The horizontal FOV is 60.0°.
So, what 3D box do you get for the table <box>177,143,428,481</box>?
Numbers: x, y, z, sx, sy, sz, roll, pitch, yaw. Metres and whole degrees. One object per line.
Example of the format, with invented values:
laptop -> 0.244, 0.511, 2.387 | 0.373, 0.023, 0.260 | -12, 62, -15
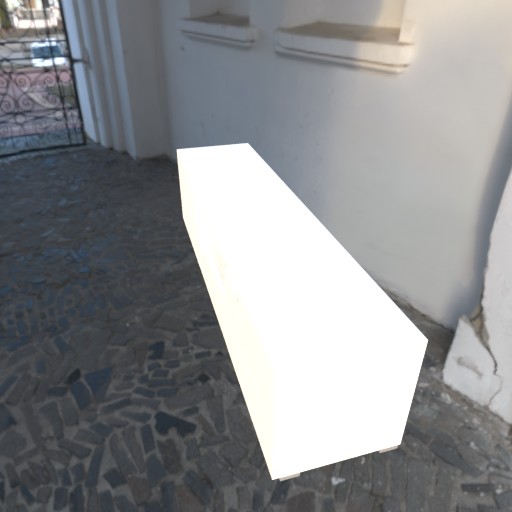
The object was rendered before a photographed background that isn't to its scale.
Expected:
table -> 0.000, 0.000, 1.815 | 0.390, 0.420, 1.650 | -9, 32, -14
